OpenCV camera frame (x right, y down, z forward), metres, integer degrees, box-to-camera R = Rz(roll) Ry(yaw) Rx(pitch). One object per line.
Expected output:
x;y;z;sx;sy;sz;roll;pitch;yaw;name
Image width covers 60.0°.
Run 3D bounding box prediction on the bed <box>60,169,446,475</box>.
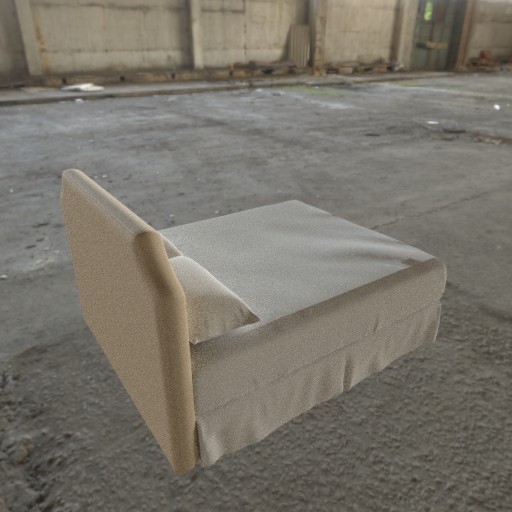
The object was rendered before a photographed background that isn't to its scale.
0.000;0.000;3.757;2.548;1.524;2.134;-17;30;-31;bed
